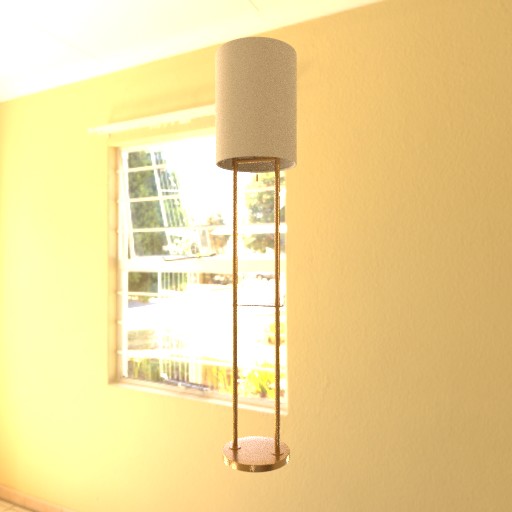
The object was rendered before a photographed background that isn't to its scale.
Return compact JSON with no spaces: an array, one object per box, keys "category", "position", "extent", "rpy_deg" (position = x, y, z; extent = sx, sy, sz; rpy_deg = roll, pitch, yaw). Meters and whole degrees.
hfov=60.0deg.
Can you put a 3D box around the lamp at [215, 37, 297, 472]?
[{"category":"lamp","position":[0.000,0.000,1.663],"extent":[0.306,1.500,0.305],"rpy_deg":[0,-1,17]}]
